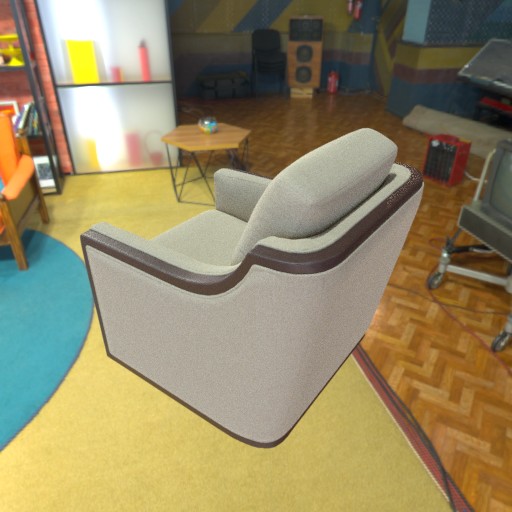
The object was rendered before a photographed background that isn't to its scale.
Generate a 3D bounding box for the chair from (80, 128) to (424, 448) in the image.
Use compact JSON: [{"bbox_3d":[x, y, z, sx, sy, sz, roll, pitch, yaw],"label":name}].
[{"bbox_3d":[0.000,0.000,1.665,0.950,0.930,0.870,21,37,30],"label":"chair"}]
